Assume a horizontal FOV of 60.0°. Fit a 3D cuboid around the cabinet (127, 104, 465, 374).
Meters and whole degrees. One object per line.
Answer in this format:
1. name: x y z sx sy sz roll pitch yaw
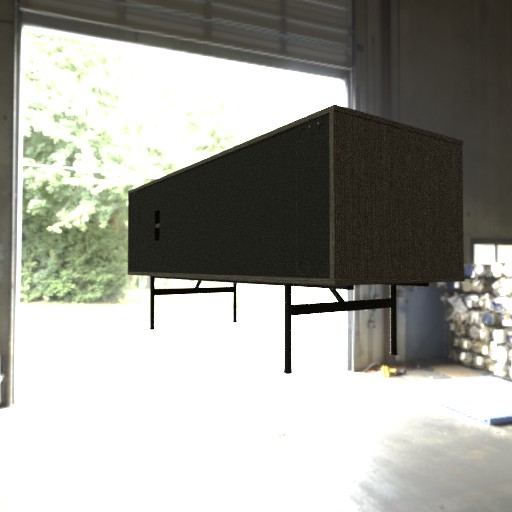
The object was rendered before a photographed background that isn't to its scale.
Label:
1. cabinet: 0.000 0.000 1.585 0.500 0.599 1.300 1 -2 -34
